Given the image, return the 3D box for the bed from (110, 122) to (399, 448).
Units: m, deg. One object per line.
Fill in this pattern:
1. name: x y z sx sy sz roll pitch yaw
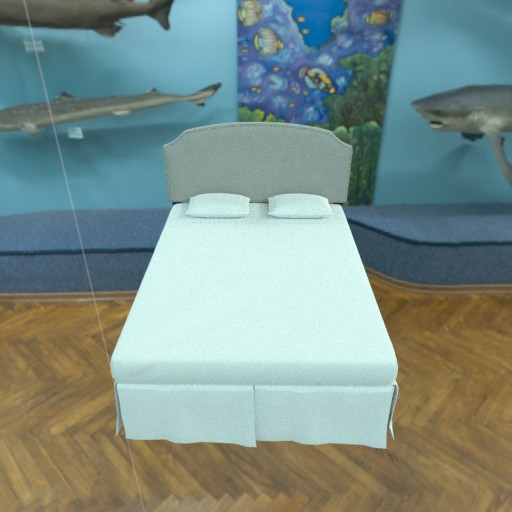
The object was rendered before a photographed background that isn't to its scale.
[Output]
1. bed: 0.000 0.000 2.964 1.558 1.270 1.999 0 31 1
